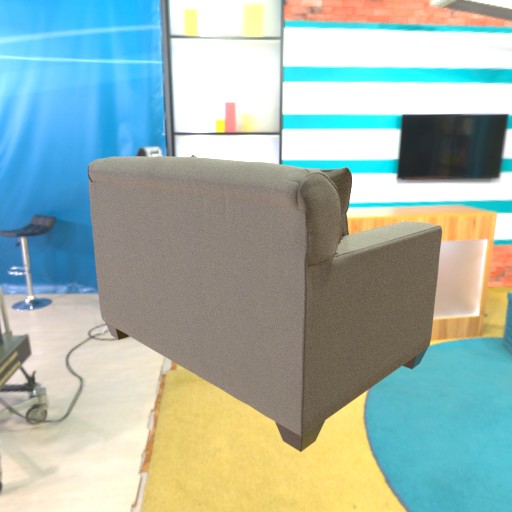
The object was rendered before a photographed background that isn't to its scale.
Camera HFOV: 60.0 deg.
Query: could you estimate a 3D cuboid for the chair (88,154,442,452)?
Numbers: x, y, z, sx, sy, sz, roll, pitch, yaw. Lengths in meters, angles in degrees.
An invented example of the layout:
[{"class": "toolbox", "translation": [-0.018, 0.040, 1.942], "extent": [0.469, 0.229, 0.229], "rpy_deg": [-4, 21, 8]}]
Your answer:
[{"class": "chair", "translation": [0.000, 0.000, 2.106], "extent": [1.000, 0.948, 1.383], "rpy_deg": [-14, 20, -43]}]
